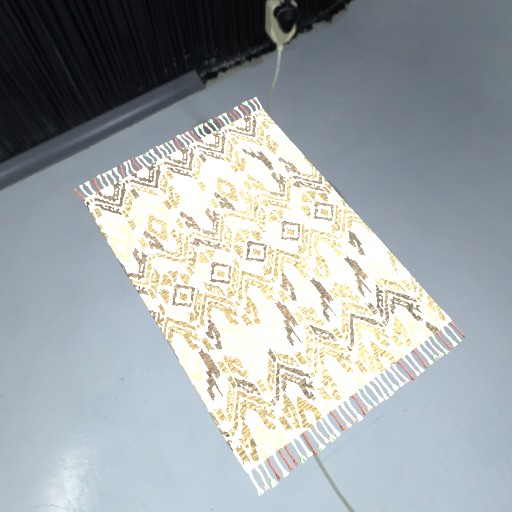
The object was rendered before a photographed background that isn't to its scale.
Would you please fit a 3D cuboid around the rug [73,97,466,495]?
[{"bbox_3d":[0.000,0.000,2.273,1.219,0.008,1.829,-31,68,-14],"label":"rug"}]
